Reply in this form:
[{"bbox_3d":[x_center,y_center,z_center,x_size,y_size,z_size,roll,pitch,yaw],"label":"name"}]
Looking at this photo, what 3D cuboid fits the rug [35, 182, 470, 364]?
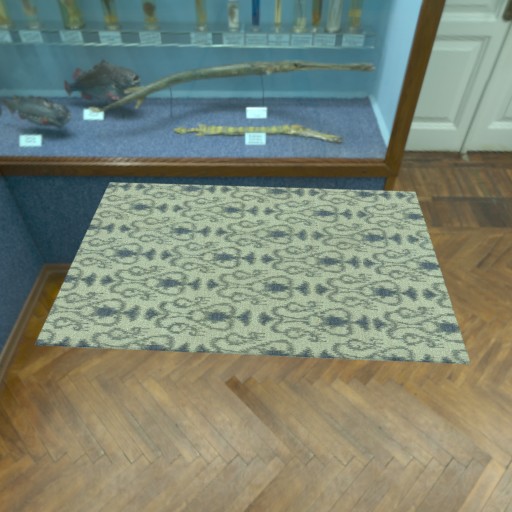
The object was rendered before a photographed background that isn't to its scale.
[{"bbox_3d":[0.000,0.000,2.033,1.652,0.006,1.035,2,46,2],"label":"rug"}]
